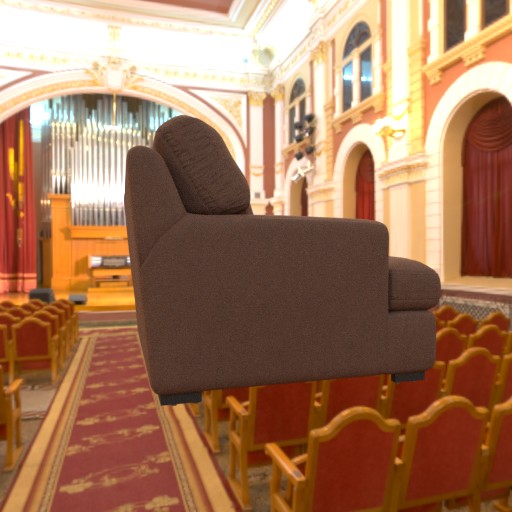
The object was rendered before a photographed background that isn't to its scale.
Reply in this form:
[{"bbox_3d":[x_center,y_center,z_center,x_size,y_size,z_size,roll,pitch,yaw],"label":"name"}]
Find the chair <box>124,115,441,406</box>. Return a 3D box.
[{"bbox_3d":[0.000,0.000,2.011,1.143,0.940,1.168,0,0,-17],"label":"chair"}]
